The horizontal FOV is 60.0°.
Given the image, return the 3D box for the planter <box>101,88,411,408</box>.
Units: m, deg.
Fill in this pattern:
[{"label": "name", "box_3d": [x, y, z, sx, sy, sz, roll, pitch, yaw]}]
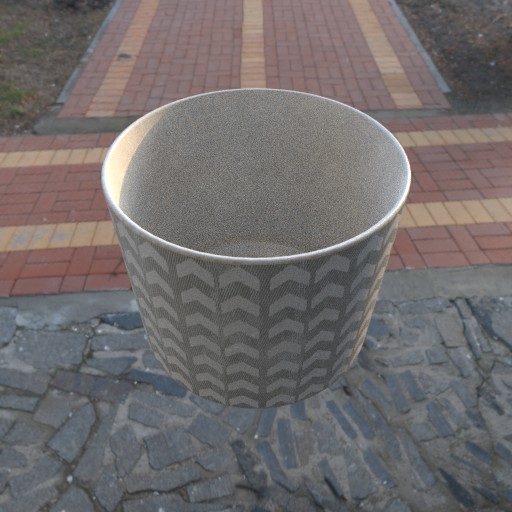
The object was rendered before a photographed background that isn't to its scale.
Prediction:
[{"label": "planter", "box_3d": [0.000, 0.000, 0.343, 0.190, 0.181, 0.190, 0, 45, 0]}]
